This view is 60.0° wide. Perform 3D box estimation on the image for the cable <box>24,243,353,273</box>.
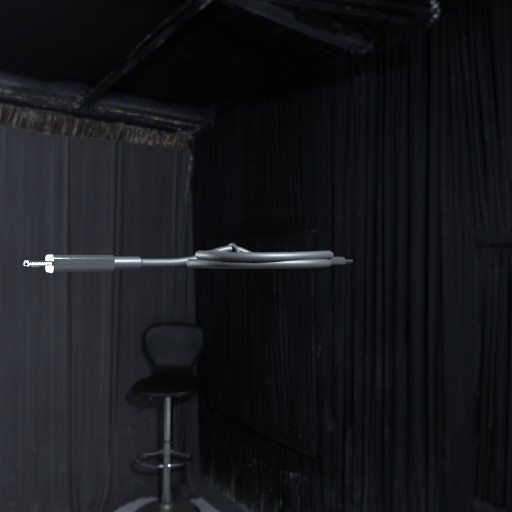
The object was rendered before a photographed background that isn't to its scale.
[{"bbox_3d":[0.000,0.000,0.215,0.192,0.014,0.070,0,0,-37],"label":"cable"}]
